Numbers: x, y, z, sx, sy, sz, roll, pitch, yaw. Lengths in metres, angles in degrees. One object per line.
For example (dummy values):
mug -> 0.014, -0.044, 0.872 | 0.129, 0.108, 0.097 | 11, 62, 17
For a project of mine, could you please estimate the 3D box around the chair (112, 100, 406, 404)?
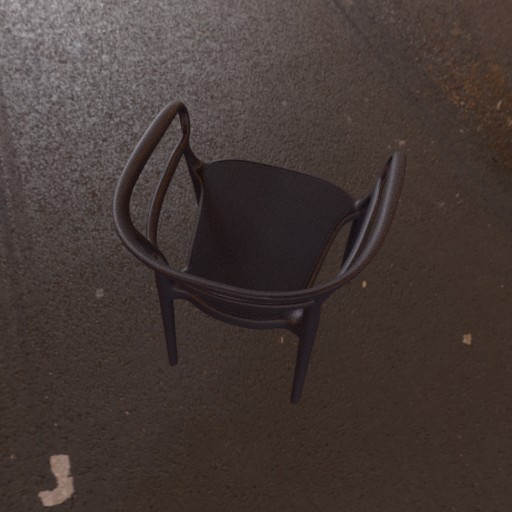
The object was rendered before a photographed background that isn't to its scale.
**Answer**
chair -> 0.000, 0.000, 1.121 | 0.559, 0.761, 0.527 | 15, 63, 8
